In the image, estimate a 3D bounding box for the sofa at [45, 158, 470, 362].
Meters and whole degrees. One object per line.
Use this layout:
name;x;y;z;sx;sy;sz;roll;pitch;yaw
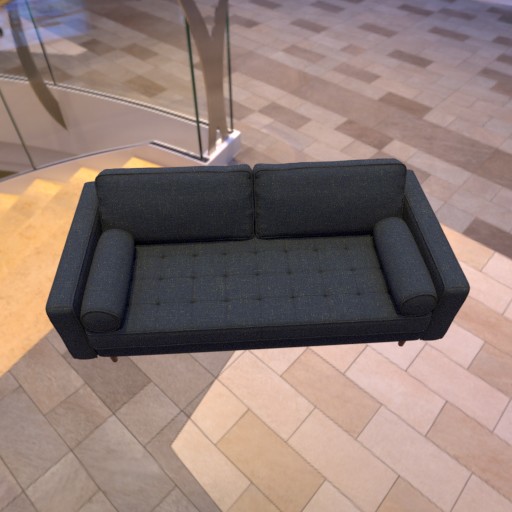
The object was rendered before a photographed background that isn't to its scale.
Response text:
sofa;0.000;0.000;2.358;1.880;0.762;0.914;-3;48;-2
